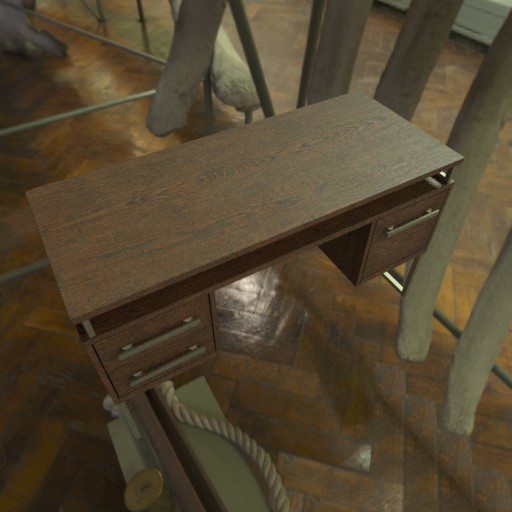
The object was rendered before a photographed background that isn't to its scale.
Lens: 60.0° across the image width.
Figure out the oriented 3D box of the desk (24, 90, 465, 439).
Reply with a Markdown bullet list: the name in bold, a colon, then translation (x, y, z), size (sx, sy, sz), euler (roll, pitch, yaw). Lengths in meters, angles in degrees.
- **desk**: translation (0.000, 0.000, 1.783), size (1.384, 0.792, 0.610), euler (-23, 51, -20)
